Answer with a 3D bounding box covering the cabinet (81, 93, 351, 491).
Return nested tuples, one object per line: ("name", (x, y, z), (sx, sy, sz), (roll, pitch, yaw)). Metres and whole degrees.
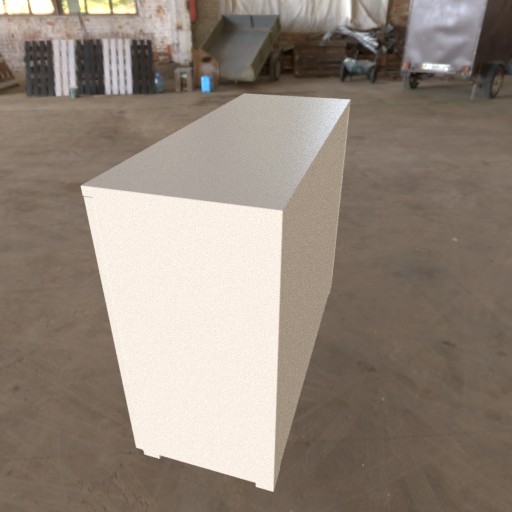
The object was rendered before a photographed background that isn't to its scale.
("cabinet", (0.000, 0.000, 1.415), (0.400, 0.800, 1.000), (9, 31, 15))
